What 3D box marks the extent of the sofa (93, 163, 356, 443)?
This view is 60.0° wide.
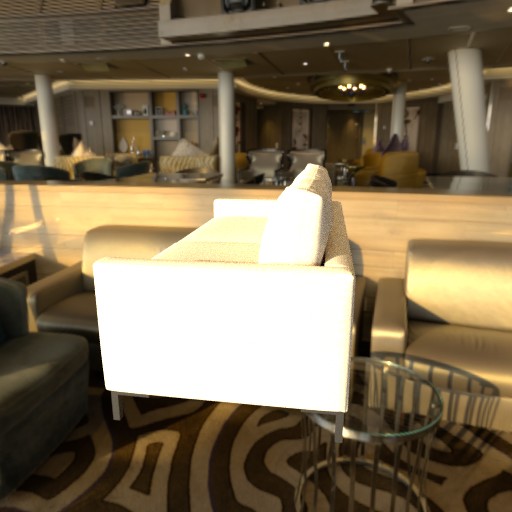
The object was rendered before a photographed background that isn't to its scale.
[{"bbox_3d":[0.000,0.000,2.142,0.839,0.812,1.651,2,15,9],"label":"sofa"}]
